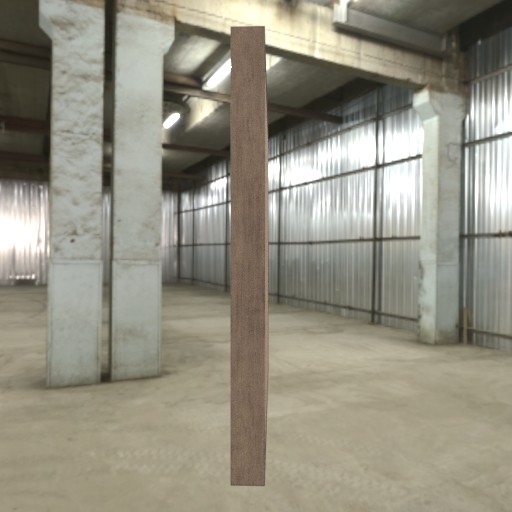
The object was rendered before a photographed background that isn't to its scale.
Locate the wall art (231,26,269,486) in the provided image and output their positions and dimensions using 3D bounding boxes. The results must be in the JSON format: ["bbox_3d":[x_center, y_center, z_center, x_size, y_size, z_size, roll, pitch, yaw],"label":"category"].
[{"bbox_3d":[0.000,0.000,0.743,0.038,0.508,0.508,0,0,2],"label":"wall art"}]
